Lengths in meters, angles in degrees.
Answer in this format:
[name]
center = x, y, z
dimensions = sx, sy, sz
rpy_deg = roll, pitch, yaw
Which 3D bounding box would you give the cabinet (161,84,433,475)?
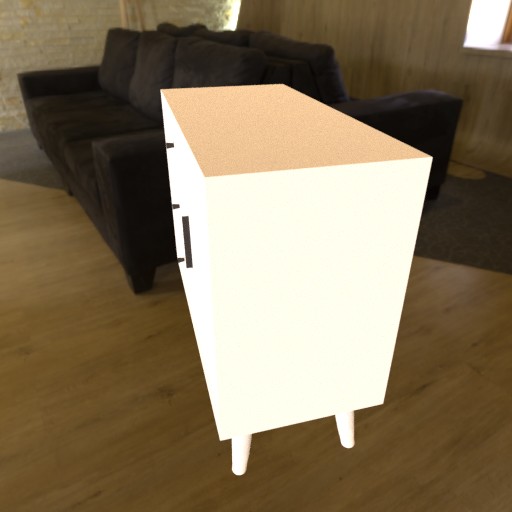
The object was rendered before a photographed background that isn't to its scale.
[cabinet]
center = 0.000, 0.000, 1.219
dimensions = 0.398, 0.761, 0.800
rpy_deg = -8, 31, -13
